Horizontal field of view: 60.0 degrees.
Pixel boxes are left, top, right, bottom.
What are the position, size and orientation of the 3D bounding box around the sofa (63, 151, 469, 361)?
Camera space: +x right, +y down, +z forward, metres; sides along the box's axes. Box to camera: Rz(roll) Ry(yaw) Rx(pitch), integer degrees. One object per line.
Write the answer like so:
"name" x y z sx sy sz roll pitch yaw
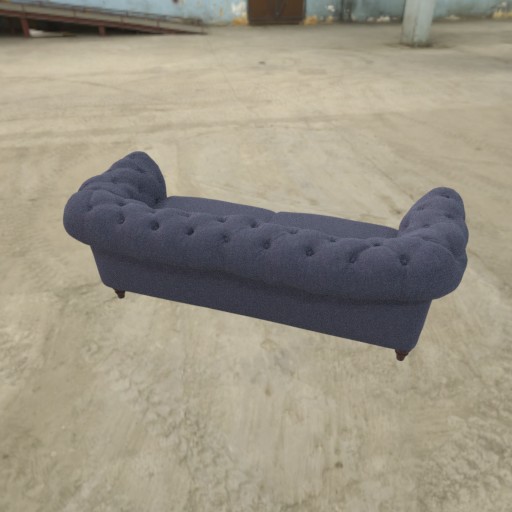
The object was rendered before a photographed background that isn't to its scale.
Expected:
"sofa" 0.000 0.000 2.758 2.335 0.836 1.046 10 34 15
